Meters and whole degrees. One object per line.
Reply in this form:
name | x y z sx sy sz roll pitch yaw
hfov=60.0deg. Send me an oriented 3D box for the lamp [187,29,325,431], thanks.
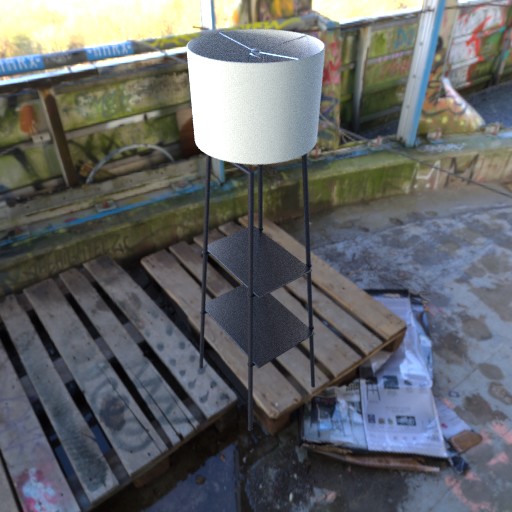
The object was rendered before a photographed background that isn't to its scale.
lamp | 0.000 0.000 1.666 0.384 1.474 0.427 -25 45 -28
